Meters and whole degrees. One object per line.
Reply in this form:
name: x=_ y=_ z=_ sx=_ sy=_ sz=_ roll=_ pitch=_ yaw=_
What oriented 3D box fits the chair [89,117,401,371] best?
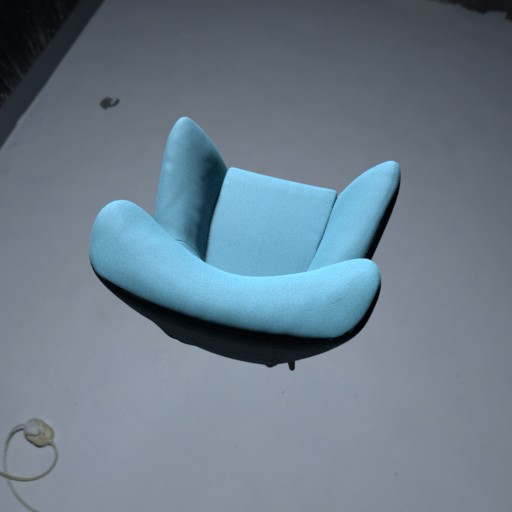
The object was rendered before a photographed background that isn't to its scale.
chair: x=0.000 y=0.000 z=1.637 sx=0.890 sy=0.889 sz=0.889 roll=14 pitch=62 yaw=8
